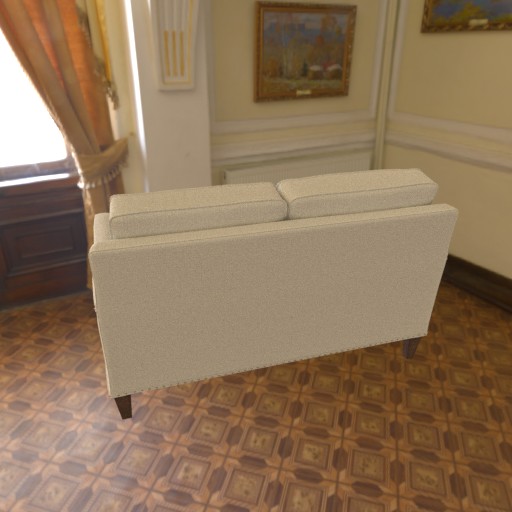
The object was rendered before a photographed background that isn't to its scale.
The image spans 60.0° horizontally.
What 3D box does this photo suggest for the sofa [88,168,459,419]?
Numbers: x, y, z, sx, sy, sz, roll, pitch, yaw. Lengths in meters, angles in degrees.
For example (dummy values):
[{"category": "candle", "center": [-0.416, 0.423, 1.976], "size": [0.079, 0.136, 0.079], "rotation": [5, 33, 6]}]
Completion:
[{"category": "sofa", "center": [0.000, 0.000, 2.298], "size": [1.597, 1.003, 1.084], "rotation": [-7, 26, -15]}]
